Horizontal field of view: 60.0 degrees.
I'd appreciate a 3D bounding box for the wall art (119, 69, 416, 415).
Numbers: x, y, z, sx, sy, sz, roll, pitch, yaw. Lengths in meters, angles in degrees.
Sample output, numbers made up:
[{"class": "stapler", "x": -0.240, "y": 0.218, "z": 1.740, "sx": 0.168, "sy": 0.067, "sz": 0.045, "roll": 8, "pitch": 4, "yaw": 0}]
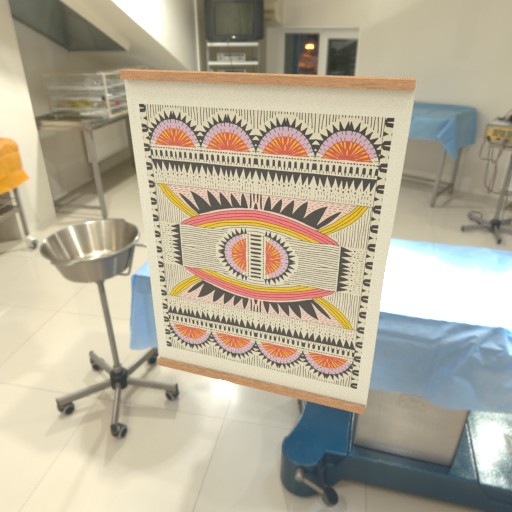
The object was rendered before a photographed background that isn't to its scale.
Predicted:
[{"class": "wall art", "x": 0.000, "y": 0.000, "z": 0.799, "sx": 0.456, "sy": 0.609, "sz": 0.028, "roll": 9, "pitch": 29, "yaw": 16}]
